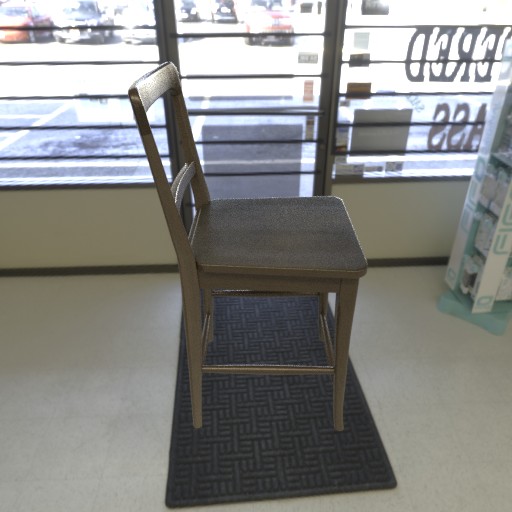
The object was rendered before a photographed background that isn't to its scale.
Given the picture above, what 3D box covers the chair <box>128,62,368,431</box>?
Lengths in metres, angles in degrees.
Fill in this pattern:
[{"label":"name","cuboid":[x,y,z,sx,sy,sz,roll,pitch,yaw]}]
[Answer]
[{"label":"chair","cuboid":[0.000,0.000,1.285,0.546,0.991,0.450,0,31,0]}]
